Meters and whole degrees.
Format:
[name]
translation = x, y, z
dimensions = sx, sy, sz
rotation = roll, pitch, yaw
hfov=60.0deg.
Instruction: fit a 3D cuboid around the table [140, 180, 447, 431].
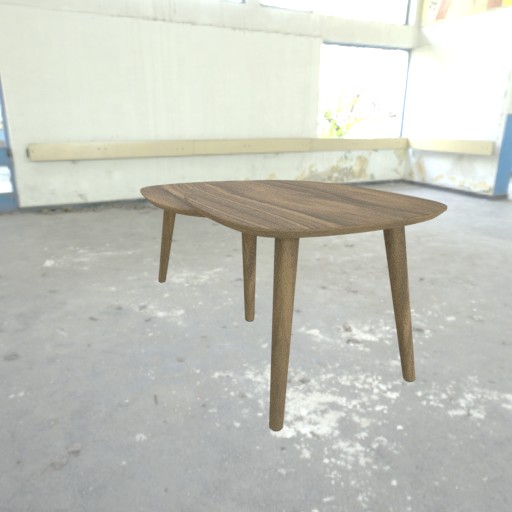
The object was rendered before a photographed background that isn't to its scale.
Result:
[table]
translation = 0.000, 0.000, 1.335
dimensions = 0.527, 0.429, 1.084
rotation = -8, 19, -24
